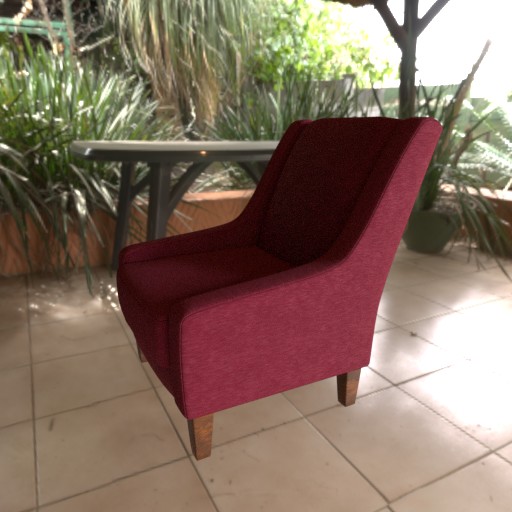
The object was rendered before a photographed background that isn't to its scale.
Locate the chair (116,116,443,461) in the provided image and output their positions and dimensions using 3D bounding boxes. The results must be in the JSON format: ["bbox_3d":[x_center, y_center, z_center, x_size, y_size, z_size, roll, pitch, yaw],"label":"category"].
[{"bbox_3d":[0.000,0.000,1.687,0.985,1.017,0.793,-9,18,-27],"label":"chair"}]
